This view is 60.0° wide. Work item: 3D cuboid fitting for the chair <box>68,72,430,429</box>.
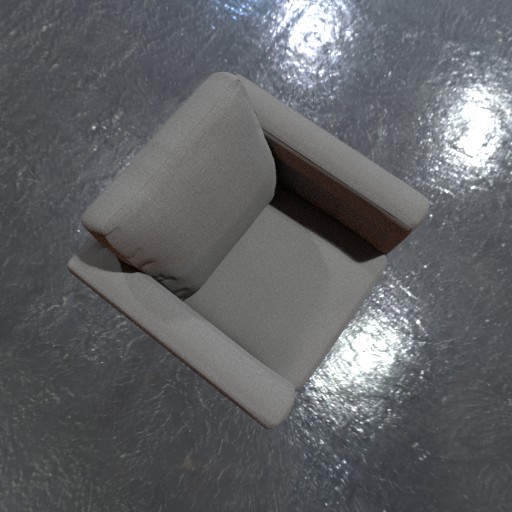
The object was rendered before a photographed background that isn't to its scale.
[{"bbox_3d":[0.000,0.000,1.562,0.800,0.927,0.854,36,78,9],"label":"chair"}]
